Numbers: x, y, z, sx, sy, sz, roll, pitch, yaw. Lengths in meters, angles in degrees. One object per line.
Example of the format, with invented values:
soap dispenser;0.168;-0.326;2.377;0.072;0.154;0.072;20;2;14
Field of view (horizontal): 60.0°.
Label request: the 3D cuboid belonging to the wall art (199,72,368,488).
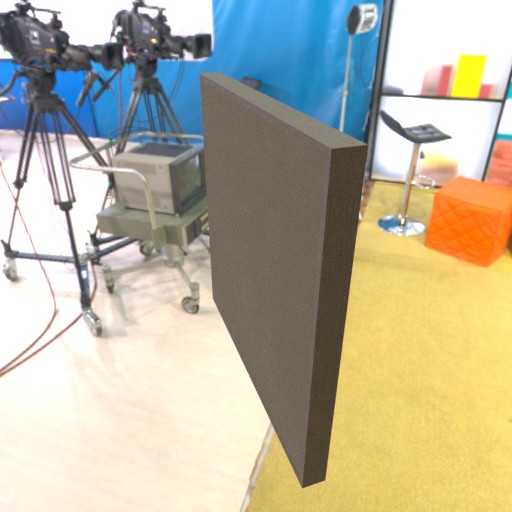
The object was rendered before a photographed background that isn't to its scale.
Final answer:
wall art;0.000;0.000;0.738;0.038;0.506;0.508;-10;31;-17
